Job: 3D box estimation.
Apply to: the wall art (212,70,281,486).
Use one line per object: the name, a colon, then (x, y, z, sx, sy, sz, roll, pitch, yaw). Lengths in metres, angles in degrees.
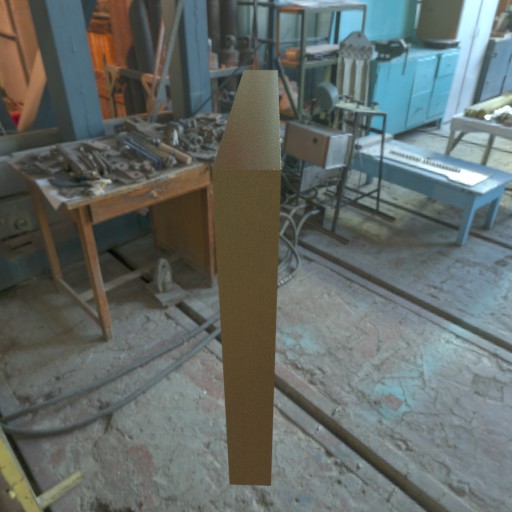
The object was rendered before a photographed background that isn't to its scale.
wall art: (0.000, 0.000, 0.453, 0.038, 0.304, 0.304, 1, 32, 2)
